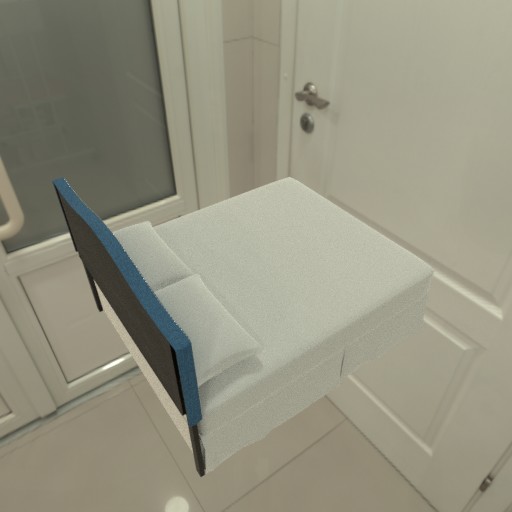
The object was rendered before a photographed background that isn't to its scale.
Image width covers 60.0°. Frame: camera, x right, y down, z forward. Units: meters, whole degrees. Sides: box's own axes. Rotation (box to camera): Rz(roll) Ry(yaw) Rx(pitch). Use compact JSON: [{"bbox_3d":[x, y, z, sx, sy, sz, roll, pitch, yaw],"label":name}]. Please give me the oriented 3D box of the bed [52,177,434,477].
[{"bbox_3d":[0.000,0.000,2.900,1.872,1.169,1.610,-25,46,-27],"label":"bed"}]
